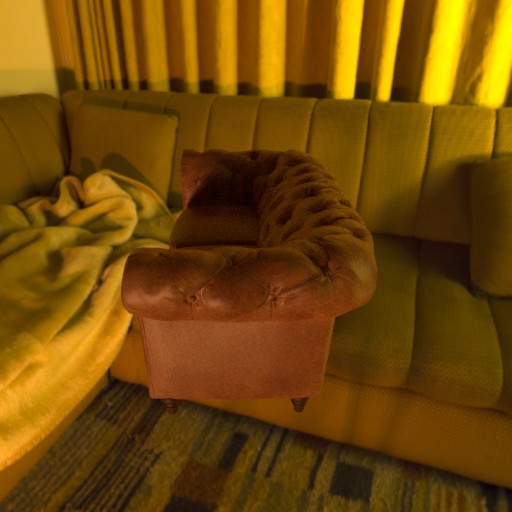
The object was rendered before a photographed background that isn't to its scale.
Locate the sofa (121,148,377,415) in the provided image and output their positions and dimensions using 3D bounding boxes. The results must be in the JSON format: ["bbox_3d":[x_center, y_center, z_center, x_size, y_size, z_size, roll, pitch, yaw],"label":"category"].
[{"bbox_3d":[0.000,0.000,2.547,1.042,0.877,1.979,-1,26,-1],"label":"sofa"}]
